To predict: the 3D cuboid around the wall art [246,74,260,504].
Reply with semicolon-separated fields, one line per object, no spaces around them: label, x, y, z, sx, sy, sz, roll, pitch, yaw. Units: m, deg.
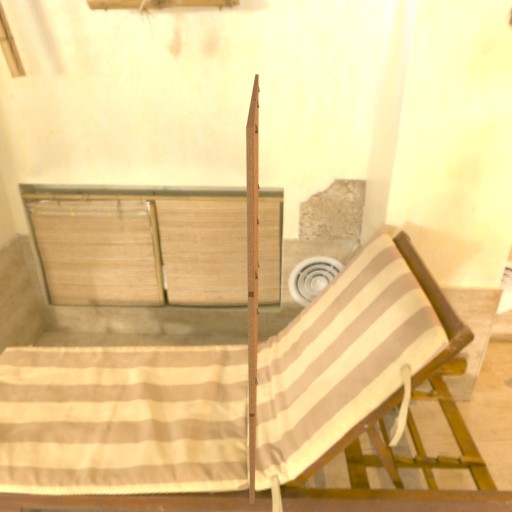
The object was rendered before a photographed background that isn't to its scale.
wall art;0.000;0.000;1.298;0.018;0.913;0.915;0;27;1
